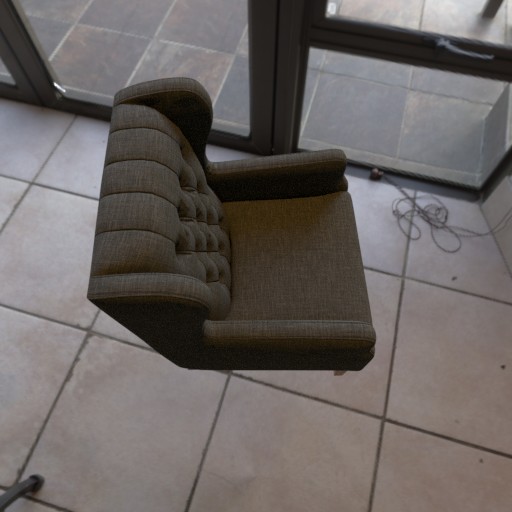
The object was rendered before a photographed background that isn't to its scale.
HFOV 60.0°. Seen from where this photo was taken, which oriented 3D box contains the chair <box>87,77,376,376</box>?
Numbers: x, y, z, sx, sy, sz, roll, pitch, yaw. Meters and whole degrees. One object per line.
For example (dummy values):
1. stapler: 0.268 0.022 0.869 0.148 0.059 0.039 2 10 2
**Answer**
1. chair: 0.000 0.000 1.495 0.775 0.953 0.711 -2 64 -1
